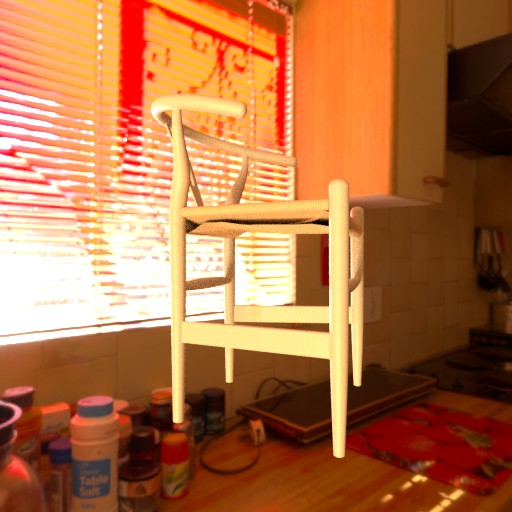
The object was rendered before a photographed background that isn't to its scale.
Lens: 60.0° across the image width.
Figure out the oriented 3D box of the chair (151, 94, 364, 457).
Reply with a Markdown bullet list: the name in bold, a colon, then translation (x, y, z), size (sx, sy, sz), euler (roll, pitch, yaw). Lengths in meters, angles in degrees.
- **chair**: translation (0.000, 0.000, 1.109), size (0.500, 0.736, 0.533), euler (0, 0, 17)
